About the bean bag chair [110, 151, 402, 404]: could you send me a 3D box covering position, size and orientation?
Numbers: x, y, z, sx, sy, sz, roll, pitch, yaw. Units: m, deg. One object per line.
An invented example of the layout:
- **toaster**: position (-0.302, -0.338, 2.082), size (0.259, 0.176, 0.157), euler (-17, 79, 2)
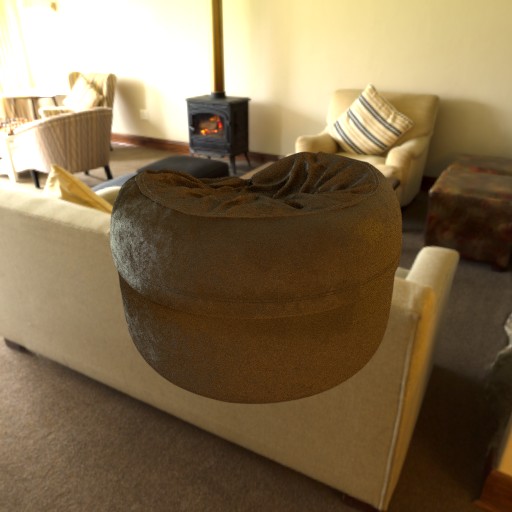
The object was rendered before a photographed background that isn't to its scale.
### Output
- **bean bag chair**: position (0.000, 0.000, 1.504), size (0.918, 0.605, 0.918), euler (0, 27, 0)
